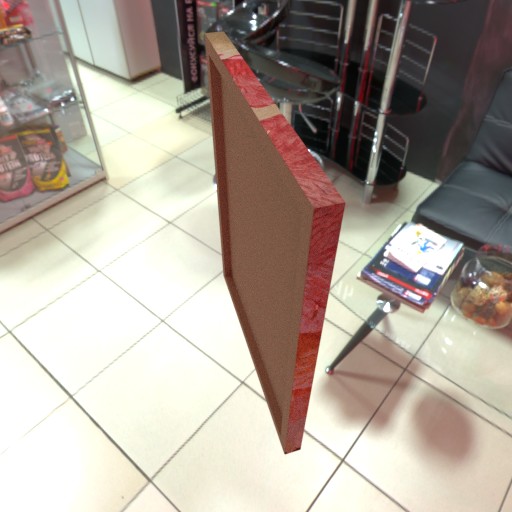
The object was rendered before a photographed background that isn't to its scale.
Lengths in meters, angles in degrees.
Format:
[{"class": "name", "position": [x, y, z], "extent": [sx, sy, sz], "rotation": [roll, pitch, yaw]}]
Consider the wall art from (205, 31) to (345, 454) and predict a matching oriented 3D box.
[{"class": "wall art", "position": [0.000, 0.000, 0.671], "extent": [0.028, 0.508, 0.406], "rotation": [-12, 47, -12]}]
